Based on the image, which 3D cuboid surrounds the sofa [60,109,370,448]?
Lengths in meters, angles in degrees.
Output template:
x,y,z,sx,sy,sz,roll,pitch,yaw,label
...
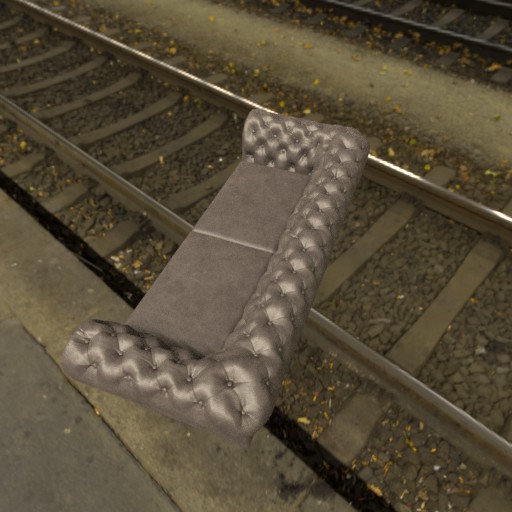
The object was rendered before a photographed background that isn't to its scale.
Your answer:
x,y,z,sx,sy,sz,roll,pitch,yaw,label
0.000,0.000,2.786,0.944,0.783,2.385,16,48,15,sofa
